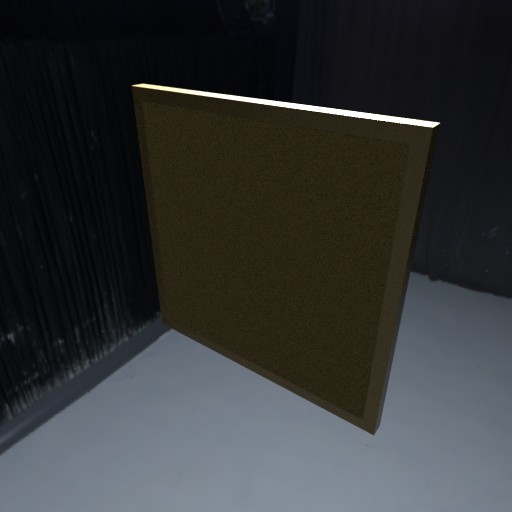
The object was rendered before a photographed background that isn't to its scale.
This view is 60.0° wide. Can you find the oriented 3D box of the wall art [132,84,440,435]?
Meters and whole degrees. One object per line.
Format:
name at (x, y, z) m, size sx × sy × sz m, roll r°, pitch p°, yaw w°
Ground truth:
wall art at (0.000, 0.000, 2.884) m, size 1.935 × 1.936 × 0.097 m, roll 20°, pitch 35°, yaw 31°
